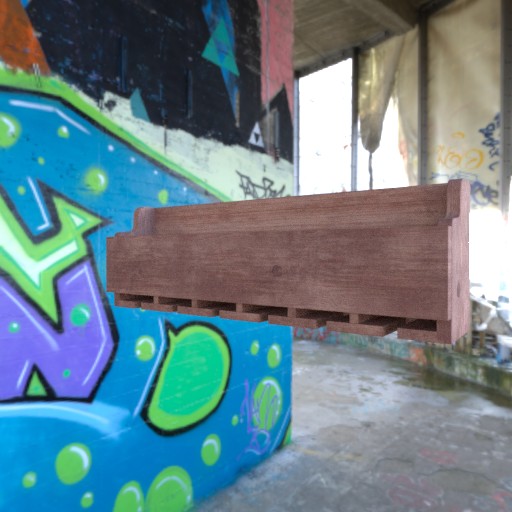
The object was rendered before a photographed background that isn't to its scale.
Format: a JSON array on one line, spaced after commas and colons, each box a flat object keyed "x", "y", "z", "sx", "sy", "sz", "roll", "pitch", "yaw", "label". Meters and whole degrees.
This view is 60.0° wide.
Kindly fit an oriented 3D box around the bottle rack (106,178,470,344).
[{"x": 0.000, "y": 0.000, "z": 0.714, "sx": 0.608, "sy": 0.196, "sz": 0.126, "roll": 0, "pitch": 1, "yaw": 36, "label": "bottle rack"}]
